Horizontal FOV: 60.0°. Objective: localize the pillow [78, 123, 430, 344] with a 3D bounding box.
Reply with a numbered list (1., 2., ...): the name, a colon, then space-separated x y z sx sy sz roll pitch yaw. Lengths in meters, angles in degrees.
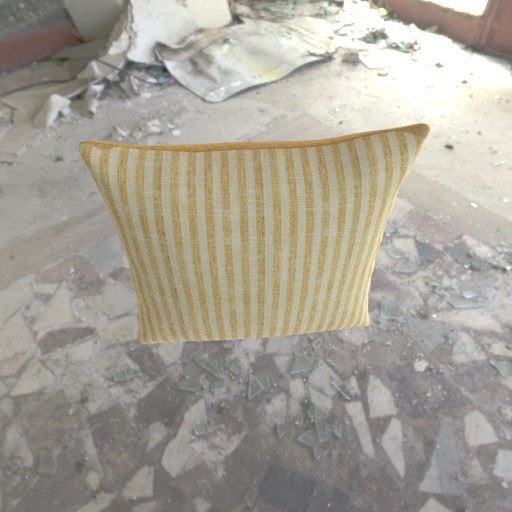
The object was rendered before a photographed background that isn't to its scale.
1. pillow: 0.000 0.000 0.657 0.419 0.407 0.173 -4 47 -4
